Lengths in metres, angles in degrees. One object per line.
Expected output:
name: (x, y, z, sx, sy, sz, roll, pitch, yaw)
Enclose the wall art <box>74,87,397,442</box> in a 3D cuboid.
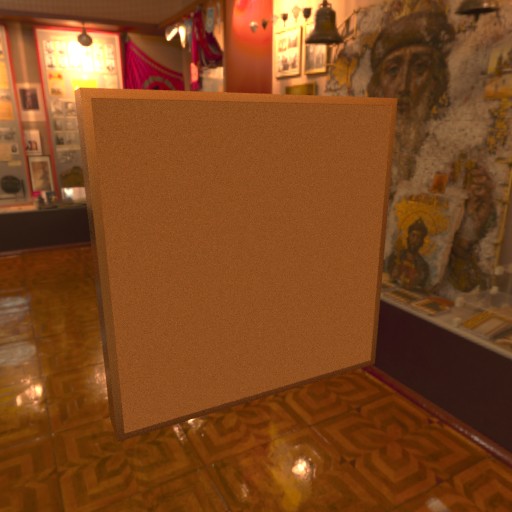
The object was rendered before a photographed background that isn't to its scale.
wall art: (0.000, 0.000, 0.445, 0.304, 0.304, 0.038, -8, 18, -26)
